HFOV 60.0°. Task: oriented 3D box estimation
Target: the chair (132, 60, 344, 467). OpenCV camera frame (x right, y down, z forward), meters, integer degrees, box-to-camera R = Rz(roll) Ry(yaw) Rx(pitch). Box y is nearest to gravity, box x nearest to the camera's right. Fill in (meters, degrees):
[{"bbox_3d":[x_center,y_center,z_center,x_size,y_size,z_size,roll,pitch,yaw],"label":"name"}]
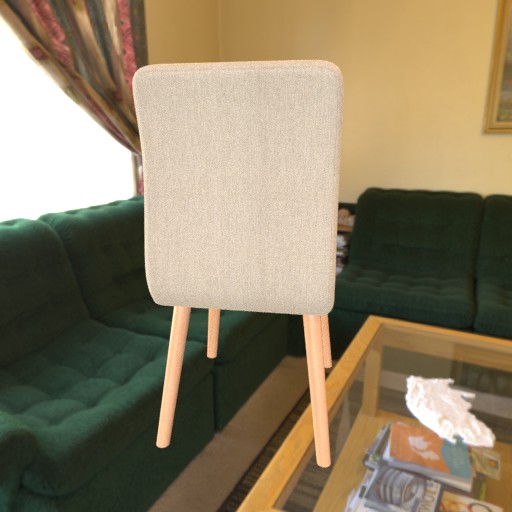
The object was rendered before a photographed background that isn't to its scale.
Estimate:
[{"bbox_3d":[0.000,0.000,1.181,0.435,0.885,0.550,3,15,9],"label":"chair"}]
